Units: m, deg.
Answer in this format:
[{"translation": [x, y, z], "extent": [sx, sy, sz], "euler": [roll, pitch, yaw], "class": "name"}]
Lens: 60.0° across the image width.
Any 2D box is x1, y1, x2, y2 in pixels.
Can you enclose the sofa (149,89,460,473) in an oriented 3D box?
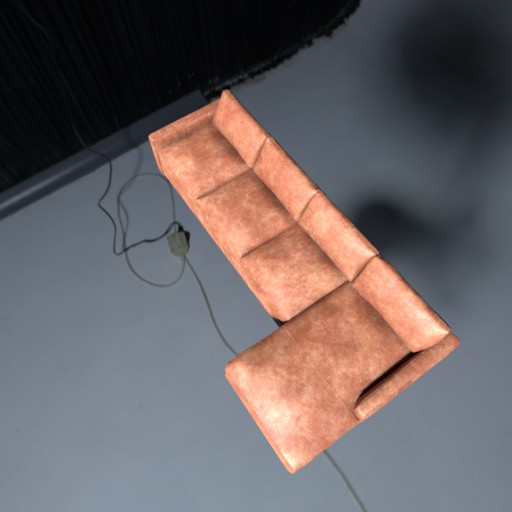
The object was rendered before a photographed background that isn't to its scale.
[{"translation": [0.000, 0.000, 3.688], "extent": [1.471, 0.859, 2.993], "euler": [-32, 67, -15], "class": "sofa"}]
